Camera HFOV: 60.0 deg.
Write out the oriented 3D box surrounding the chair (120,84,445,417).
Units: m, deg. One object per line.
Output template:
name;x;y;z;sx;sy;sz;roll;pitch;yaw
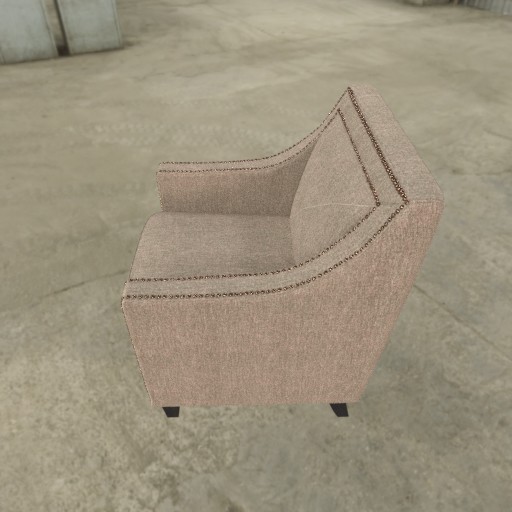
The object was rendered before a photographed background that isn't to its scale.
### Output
chair;0.000;0.000;1.602;0.884;0.967;0.776;-1;41;-1
